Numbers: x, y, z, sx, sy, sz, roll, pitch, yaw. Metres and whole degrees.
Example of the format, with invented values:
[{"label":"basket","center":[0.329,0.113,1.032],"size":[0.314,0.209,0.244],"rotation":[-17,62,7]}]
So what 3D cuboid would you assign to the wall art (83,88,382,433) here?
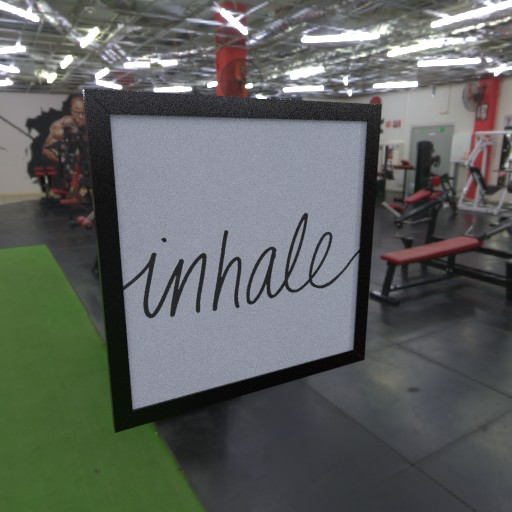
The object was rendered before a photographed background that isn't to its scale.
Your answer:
[{"label":"wall art","center":[0.000,0.000,0.660],"size":[0.446,0.445,0.014],"rotation":[-8,16,-27]}]
